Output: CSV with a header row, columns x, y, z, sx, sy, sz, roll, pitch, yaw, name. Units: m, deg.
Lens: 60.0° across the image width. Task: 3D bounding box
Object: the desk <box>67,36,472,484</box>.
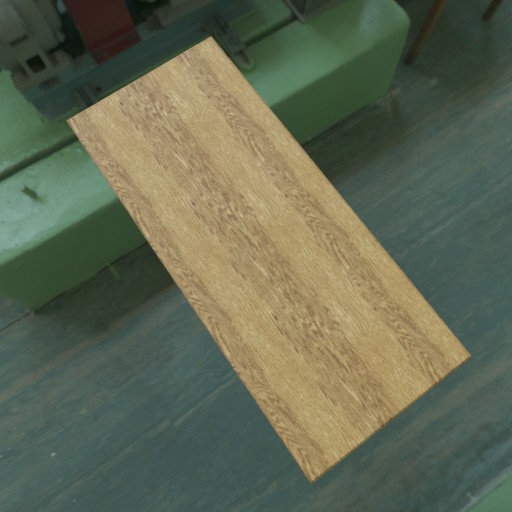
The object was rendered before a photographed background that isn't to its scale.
x,y,z,sx,sy,sz,roll,pitch,yaw,name
0.000,0.000,1.958,0.685,0.751,1.567,-34,78,-9,desk
